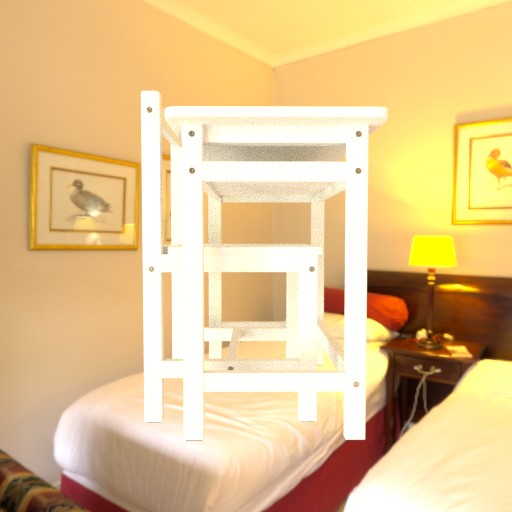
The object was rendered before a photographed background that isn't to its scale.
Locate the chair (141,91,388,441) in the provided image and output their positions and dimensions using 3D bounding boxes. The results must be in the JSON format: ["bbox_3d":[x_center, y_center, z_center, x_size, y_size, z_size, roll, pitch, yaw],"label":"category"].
[{"bbox_3d":[0.000,0.000,1.069,0.461,0.673,0.599,0,2,-1],"label":"chair"}]
